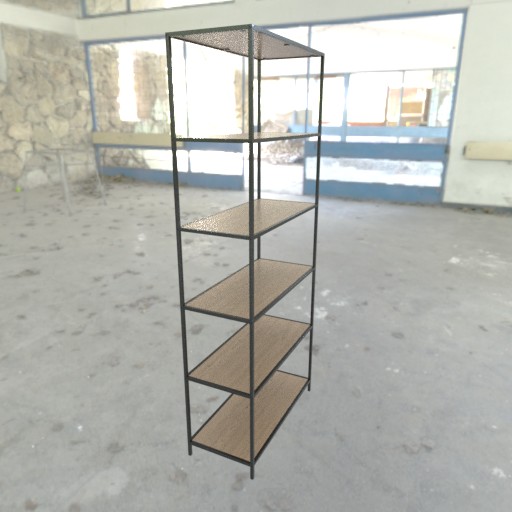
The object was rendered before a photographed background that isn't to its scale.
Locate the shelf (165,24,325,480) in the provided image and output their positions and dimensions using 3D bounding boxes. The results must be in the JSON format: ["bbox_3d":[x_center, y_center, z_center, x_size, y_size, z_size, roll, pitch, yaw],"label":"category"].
[{"bbox_3d":[0.000,0.000,2.125,0.350,1.850,0.770,8,19,25],"label":"shelf"}]
